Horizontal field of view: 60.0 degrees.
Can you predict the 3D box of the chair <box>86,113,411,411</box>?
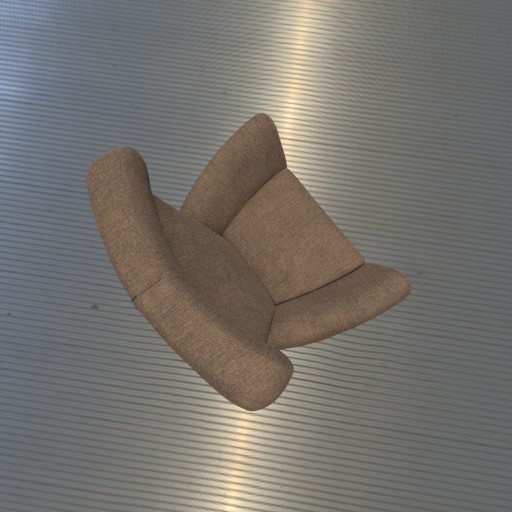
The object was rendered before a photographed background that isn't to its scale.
[{"bbox_3d":[0.000,0.000,1.790,0.900,1.040,0.980,-36,79,-8],"label":"chair"}]
